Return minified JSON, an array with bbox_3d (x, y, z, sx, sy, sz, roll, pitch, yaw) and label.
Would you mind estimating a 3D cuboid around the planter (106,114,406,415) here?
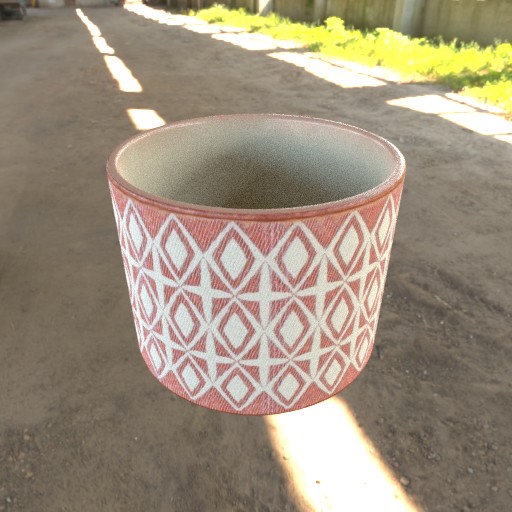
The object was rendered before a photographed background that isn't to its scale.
[{"bbox_3d":[0.000,0.000,0.481,0.273,0.237,0.273,0,32,0],"label":"planter"}]
